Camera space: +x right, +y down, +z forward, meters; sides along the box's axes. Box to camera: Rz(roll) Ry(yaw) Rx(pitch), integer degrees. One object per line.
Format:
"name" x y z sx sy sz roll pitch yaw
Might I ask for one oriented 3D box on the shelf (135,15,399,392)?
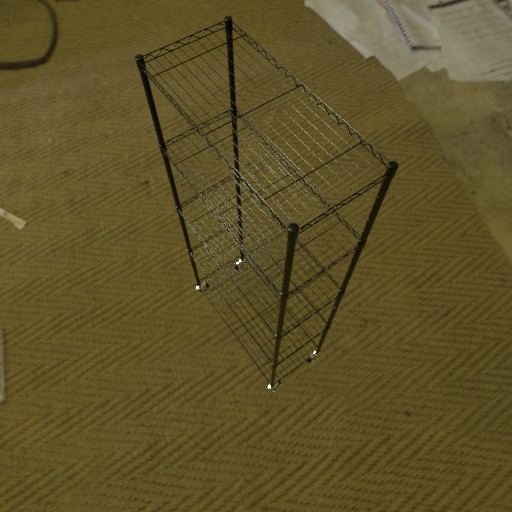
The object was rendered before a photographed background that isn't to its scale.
"shelf" 0.000 0.000 1.900 0.356 1.645 0.762 -32 66 -17
